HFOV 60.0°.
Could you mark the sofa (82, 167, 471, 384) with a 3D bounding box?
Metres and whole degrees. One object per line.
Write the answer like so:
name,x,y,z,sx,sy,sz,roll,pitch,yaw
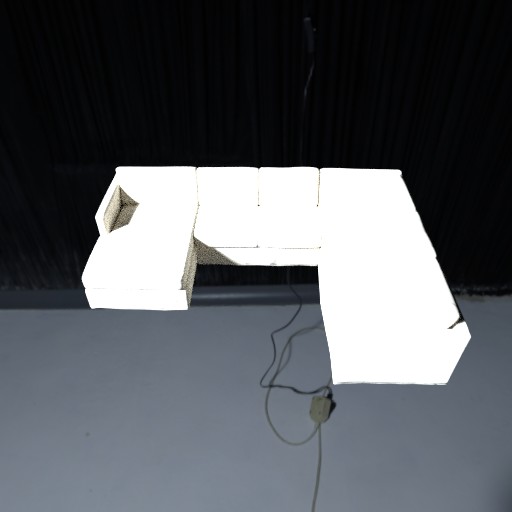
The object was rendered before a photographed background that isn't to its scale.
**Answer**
sofa,0.000,0.000,4.577,3.464,0.882,2.448,0,42,1
